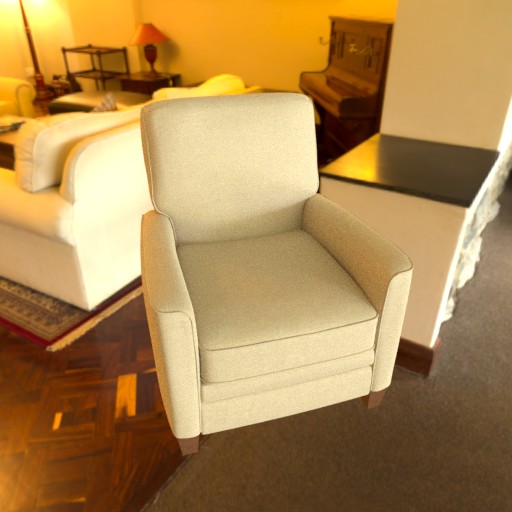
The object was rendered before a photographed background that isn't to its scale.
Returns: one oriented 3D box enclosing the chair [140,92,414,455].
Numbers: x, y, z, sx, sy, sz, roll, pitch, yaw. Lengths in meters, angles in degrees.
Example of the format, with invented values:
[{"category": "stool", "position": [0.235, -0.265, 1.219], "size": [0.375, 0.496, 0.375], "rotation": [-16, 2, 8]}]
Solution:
[{"category": "chair", "position": [0.000, 0.000, 1.648], "size": [0.841, 1.023, 0.858], "rotation": [-9, 31, -15]}]
